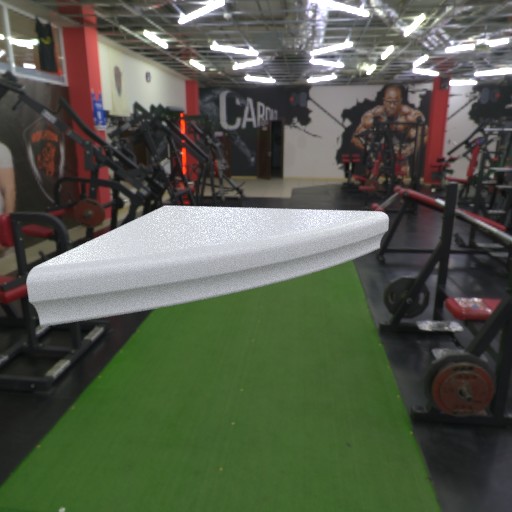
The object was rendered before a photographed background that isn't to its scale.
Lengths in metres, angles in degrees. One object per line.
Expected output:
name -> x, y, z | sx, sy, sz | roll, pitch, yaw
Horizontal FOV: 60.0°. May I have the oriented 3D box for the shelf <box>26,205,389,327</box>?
shelf -> 0.000, 0.000, 0.469 | 0.310, 0.050, 0.310 | 2, 16, 8
